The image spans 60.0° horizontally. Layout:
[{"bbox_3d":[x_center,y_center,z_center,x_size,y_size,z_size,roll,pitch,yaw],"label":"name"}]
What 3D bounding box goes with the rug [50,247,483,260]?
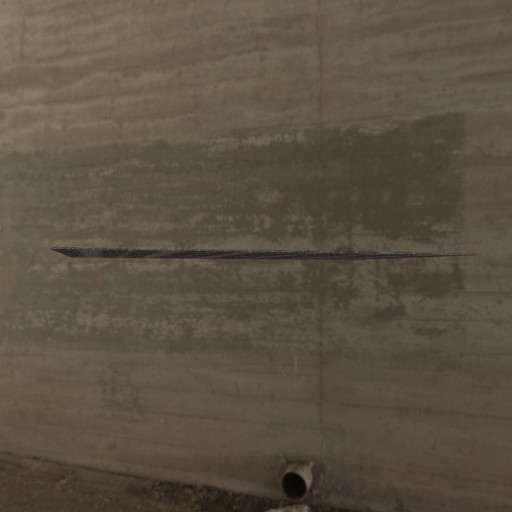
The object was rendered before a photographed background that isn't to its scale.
[{"bbox_3d":[0.000,0.000,3.034,2.434,0.015,1.520,1,-2,-19],"label":"rug"}]
